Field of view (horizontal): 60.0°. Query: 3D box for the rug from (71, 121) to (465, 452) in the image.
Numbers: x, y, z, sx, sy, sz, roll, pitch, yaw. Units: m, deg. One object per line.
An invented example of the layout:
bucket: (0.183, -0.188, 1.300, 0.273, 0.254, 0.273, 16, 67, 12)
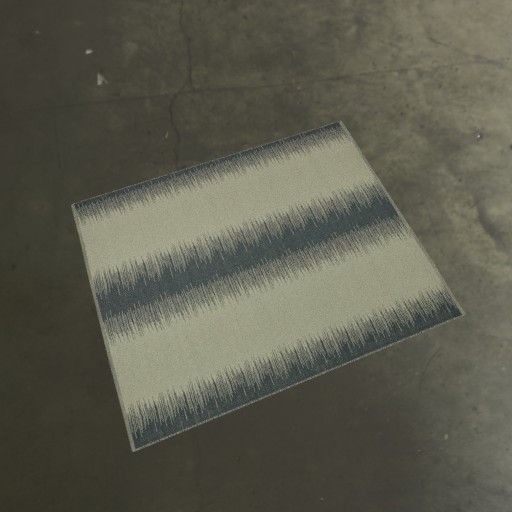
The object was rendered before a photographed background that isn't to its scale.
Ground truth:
rug: (0.000, 0.000, 4.183, 3.037, 0.004, 2.453, -19, 65, -10)
